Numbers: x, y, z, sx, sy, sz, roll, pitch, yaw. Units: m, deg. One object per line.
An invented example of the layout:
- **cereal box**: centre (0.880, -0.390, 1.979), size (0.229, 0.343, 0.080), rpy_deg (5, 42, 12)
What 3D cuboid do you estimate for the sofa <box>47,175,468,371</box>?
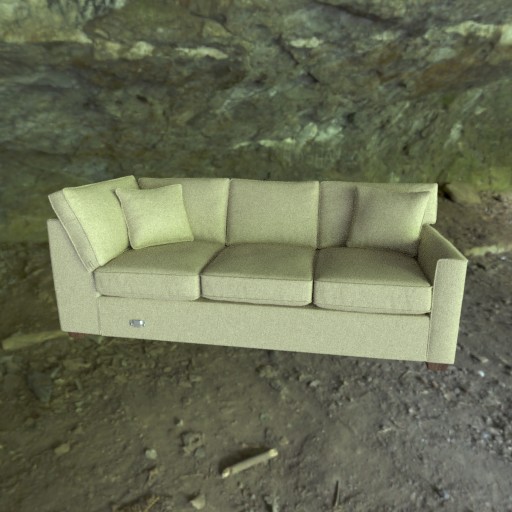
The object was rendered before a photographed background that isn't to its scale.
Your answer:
- **sofa**: centre (0.000, 0.000, 2.891), size (2.323, 0.948, 1.053), rpy_deg (3, 15, 10)
